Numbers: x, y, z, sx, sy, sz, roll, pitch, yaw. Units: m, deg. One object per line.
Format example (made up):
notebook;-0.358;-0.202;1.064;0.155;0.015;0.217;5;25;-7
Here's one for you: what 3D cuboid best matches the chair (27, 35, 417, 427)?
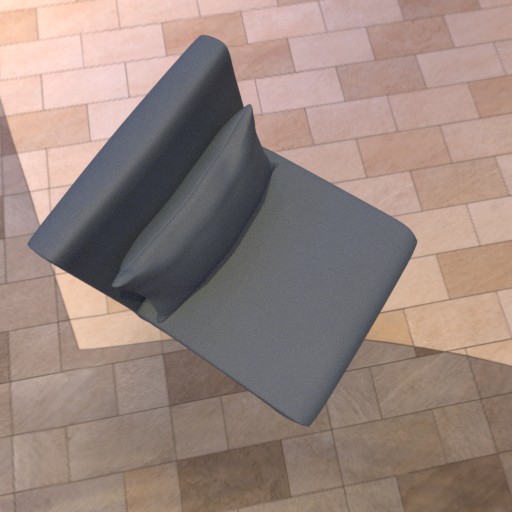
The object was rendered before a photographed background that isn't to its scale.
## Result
chair;0.000;0.000;1.484;0.900;0.808;0.770;32;77;8
